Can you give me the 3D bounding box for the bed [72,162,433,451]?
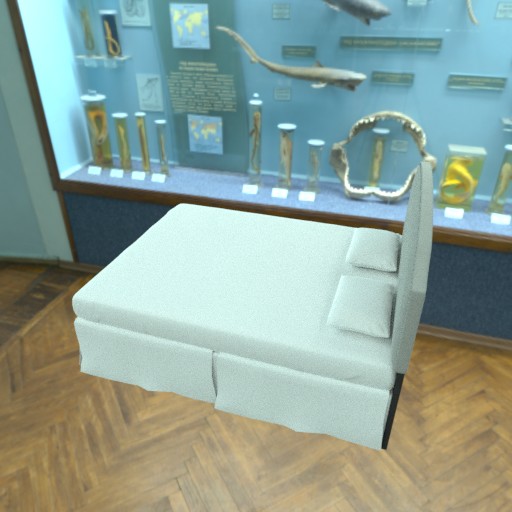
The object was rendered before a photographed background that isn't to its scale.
[{"bbox_3d":[0.000,0.000,2.954,1.999,1.270,1.558,10,32,16],"label":"bed"}]
